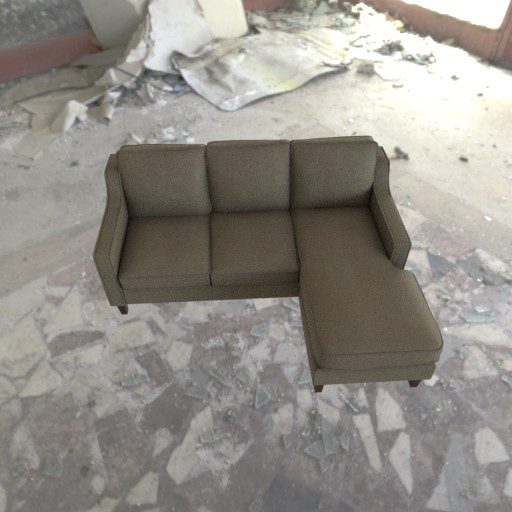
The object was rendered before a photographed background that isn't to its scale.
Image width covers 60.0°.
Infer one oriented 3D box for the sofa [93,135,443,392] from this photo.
[{"bbox_3d":[0.000,0.000,3.338,2.317,1.081,1.858,-2,46,-2],"label":"sofa"}]
